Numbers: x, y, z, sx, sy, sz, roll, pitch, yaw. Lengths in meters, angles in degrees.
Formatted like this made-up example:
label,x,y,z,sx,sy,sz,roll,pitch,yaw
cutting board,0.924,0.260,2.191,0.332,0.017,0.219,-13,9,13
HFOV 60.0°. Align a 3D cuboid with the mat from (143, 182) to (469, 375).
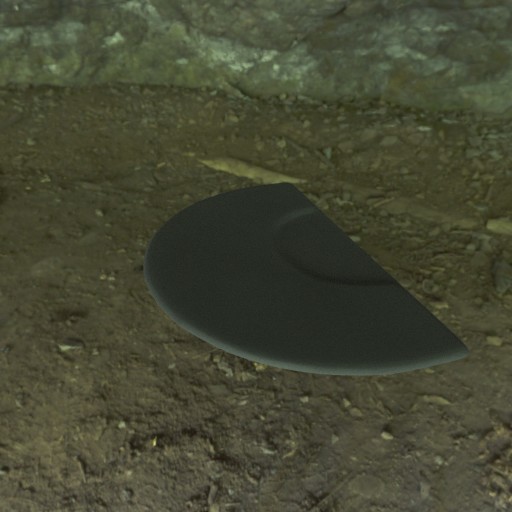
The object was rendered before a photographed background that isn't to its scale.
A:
label,x,y,z,sx,sy,sz,roll,pitch,yaw
mat,0.000,0.000,1.850,0.917,0.022,1.525,-9,31,-15
